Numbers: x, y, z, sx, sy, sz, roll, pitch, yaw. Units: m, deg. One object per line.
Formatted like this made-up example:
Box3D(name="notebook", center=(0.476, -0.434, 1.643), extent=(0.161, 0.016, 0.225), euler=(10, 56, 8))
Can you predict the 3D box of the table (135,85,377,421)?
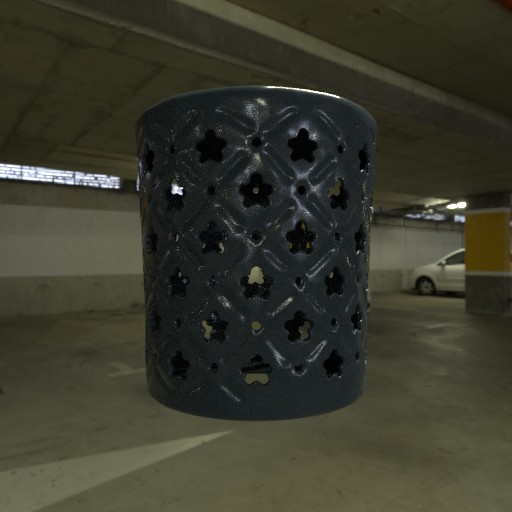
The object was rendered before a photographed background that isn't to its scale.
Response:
Box3D(name="table", center=(0.000, 0.000, 0.665), extent=(0.352, 0.387, 0.352), euler=(0, -1, 0))
